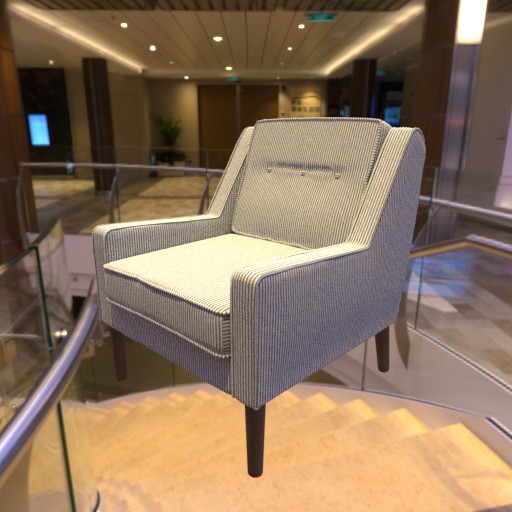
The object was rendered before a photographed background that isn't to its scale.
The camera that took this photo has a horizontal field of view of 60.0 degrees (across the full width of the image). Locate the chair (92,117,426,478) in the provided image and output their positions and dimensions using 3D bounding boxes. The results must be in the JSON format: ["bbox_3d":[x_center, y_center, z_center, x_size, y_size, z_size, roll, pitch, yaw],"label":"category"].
[{"bbox_3d":[0.000,0.000,1.319,0.663,0.792,0.743,15,22,41],"label":"chair"}]
